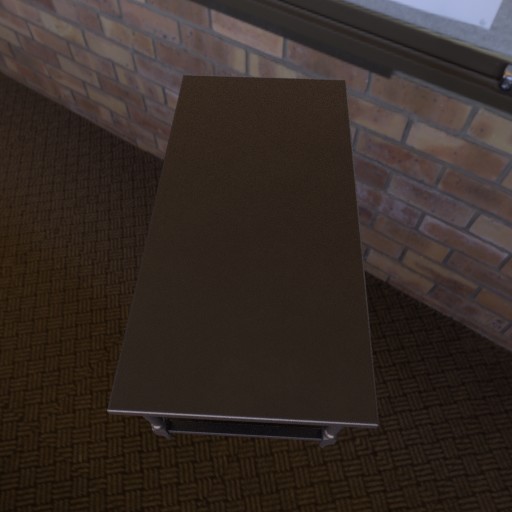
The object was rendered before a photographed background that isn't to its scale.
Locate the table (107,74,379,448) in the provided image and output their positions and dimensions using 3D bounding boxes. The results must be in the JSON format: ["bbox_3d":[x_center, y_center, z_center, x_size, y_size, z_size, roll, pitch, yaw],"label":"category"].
[{"bbox_3d":[0.000,0.000,1.403,0.550,0.510,1.107,2,57,2],"label":"table"}]
